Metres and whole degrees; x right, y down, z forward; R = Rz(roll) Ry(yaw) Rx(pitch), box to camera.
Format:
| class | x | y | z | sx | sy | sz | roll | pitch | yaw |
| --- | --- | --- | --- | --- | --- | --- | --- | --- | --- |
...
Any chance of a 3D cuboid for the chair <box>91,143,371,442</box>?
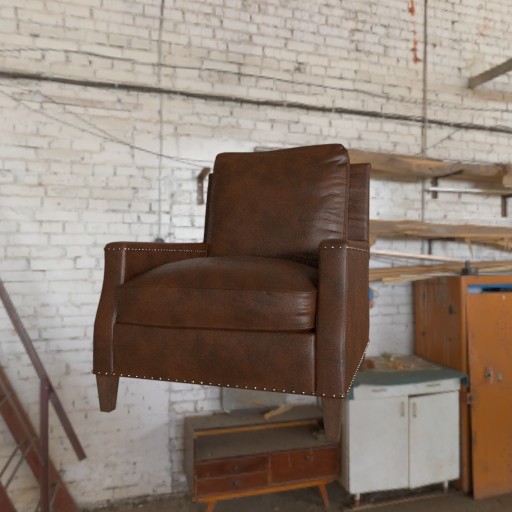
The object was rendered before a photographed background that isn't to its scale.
| class | x | y | z | sx | sy | sz | roll | pitch | yaw |
| --- | --- | --- | --- | --- | --- | --- | --- | --- | --- |
| chair | 0.000 | 0.000 | 1.816 | 0.854 | 1.054 | 1.035 | 0 | 0 | 18 |
